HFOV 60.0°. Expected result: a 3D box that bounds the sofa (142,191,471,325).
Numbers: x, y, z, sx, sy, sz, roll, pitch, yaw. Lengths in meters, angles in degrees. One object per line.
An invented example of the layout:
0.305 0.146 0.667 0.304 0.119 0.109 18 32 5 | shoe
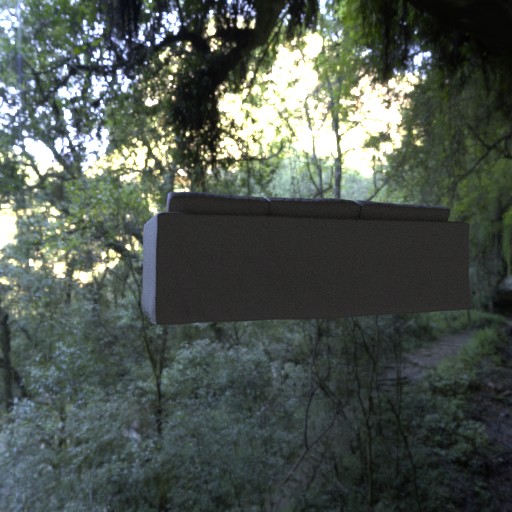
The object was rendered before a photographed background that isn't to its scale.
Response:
0.000 0.000 4.729 2.476 0.878 3.528 0 0 -18 | sofa
